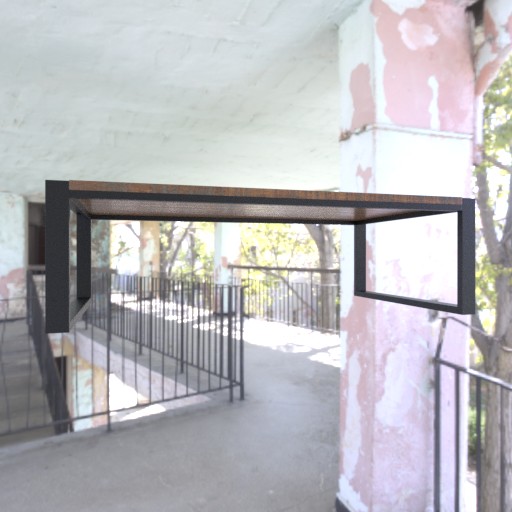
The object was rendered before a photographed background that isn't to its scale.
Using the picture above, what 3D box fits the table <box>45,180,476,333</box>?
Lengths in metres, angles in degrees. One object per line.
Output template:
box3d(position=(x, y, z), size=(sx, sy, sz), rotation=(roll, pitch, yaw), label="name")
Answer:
box3d(position=(0.000, 0.000, 1.692), size=(1.350, 0.400, 0.750), rotation=(0, 0, -16), label="table")
